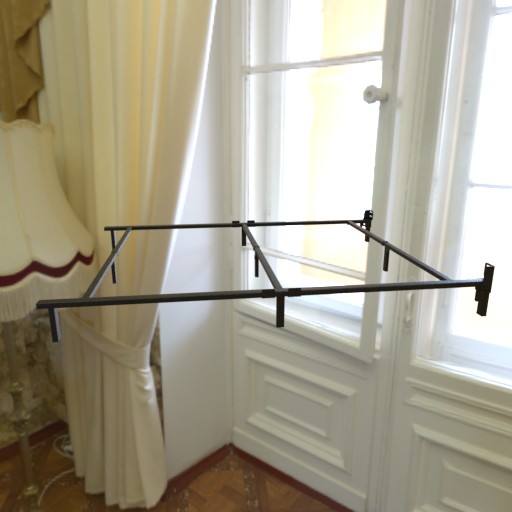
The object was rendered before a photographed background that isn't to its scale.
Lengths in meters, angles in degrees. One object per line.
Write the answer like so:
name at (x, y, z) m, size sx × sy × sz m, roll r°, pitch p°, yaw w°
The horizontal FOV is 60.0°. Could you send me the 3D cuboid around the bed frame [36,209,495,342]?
bed frame at (0.000, 0.000, 2.628) m, size 1.990 × 0.248 × 1.498 m, roll -2°, pitch 16°, yaw -8°
